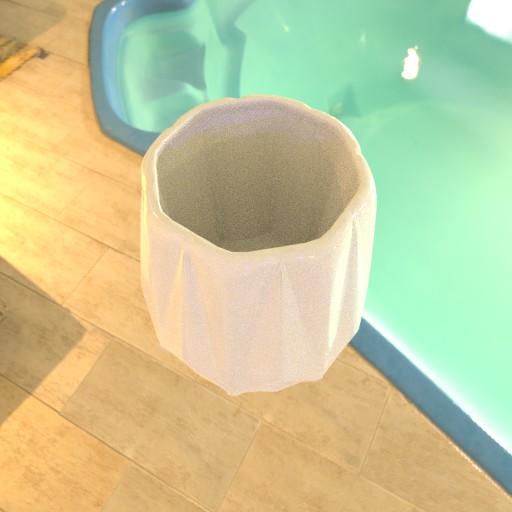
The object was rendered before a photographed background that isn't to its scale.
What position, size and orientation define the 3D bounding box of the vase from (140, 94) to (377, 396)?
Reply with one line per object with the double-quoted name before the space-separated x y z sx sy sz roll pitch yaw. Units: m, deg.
"vase" 0.000 0.000 0.261 0.141 0.152 0.141 0 58 0
